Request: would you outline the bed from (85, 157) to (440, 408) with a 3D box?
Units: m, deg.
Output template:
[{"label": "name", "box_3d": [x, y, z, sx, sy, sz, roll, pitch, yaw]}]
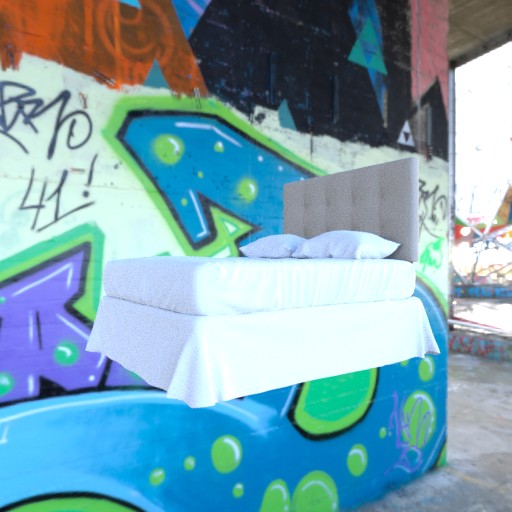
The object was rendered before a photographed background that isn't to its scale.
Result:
[{"label": "bed", "box_3d": [0.000, 0.000, 3.584, 2.222, 1.577, 1.936, 0, 0, -36]}]
